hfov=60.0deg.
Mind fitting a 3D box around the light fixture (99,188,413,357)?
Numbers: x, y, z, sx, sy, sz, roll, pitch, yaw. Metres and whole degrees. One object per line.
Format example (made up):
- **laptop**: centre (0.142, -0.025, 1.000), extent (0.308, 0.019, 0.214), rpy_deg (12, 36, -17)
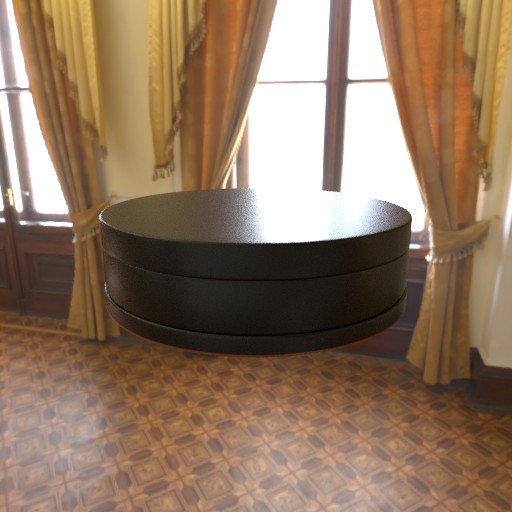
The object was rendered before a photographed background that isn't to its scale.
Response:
- **light fixture**: centre (0.000, 0.000, 0.431), extent (0.283, 0.097, 0.283), rpy_deg (0, 16, 0)
